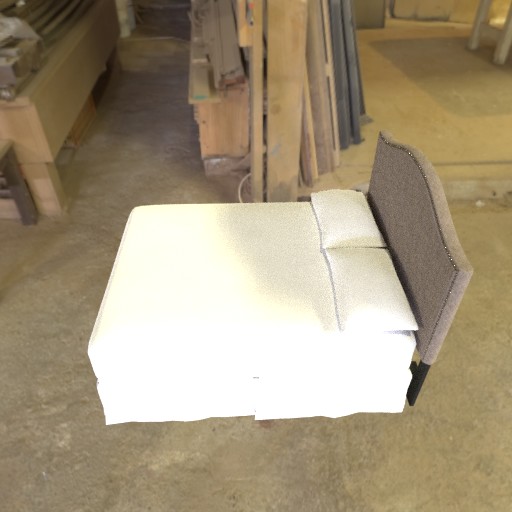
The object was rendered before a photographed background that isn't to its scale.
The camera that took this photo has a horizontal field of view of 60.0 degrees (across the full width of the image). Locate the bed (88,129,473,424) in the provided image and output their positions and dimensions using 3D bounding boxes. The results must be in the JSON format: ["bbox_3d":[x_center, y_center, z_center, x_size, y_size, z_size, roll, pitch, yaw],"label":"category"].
[{"bbox_3d":[0.000,0.000,3.172,2.153,1.518,1.713,-1,40,-1],"label":"bed"}]
